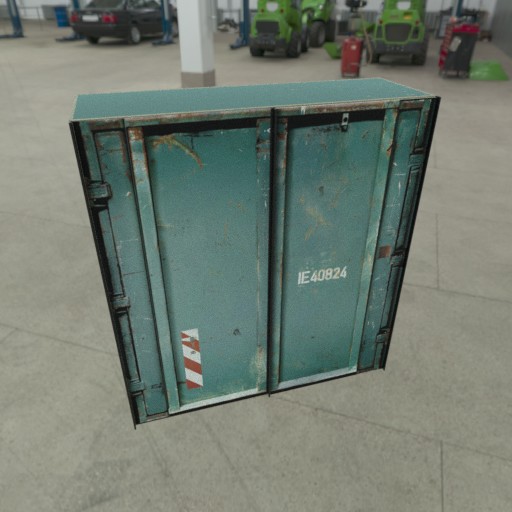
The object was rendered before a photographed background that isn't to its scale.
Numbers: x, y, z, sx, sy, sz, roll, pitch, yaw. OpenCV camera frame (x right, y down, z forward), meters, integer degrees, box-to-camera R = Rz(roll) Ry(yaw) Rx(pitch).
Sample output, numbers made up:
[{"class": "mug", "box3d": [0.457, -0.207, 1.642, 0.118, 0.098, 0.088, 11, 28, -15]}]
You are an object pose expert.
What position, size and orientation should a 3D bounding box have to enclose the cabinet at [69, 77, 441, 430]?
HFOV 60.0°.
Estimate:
[{"class": "cabinet", "box3d": [0.000, 0.000, 3.114, 2.000, 2.160, 0.680, -9, 32, -14]}]
